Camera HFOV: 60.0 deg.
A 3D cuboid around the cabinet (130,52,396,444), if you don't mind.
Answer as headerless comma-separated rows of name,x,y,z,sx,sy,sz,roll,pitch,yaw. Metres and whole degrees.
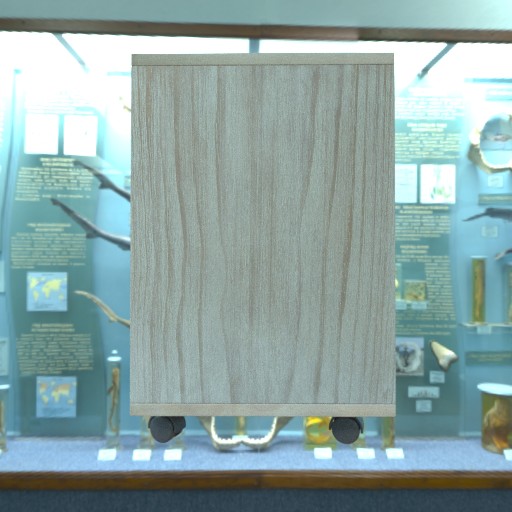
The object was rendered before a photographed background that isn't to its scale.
cabinet,0.000,0.000,0.836,0.401,0.579,0.409,0,-1,1
